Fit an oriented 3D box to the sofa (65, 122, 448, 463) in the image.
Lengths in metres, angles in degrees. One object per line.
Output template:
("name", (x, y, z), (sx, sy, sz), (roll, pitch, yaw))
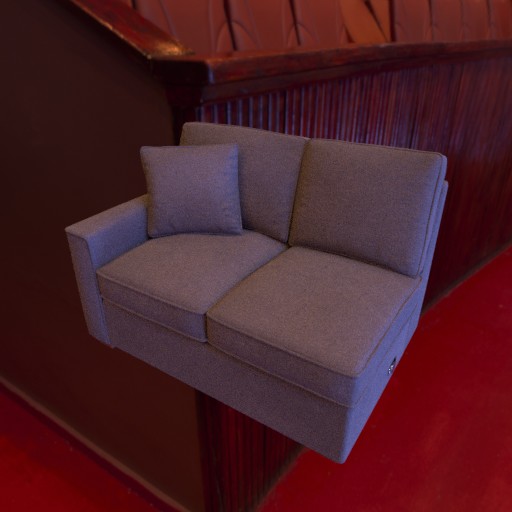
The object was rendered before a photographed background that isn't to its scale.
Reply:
("sofa", (0.000, 0.000, 2.016), (1.388, 0.989, 0.991), (17, 33, 28))
